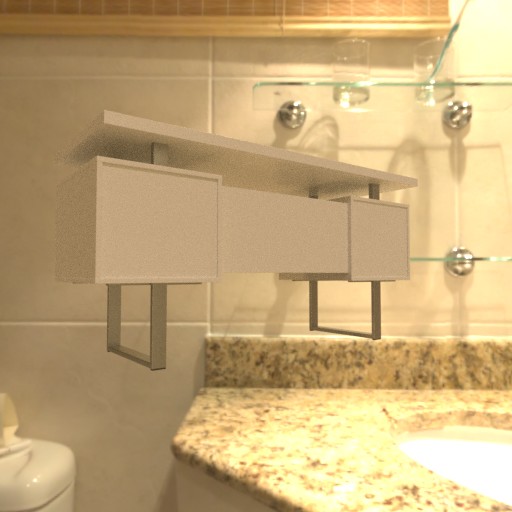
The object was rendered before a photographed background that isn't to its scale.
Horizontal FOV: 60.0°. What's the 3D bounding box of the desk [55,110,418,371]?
[{"bbox_3d":[0.000,0.000,1.940,1.530,0.773,0.603,2,-3,-37],"label":"desk"}]
